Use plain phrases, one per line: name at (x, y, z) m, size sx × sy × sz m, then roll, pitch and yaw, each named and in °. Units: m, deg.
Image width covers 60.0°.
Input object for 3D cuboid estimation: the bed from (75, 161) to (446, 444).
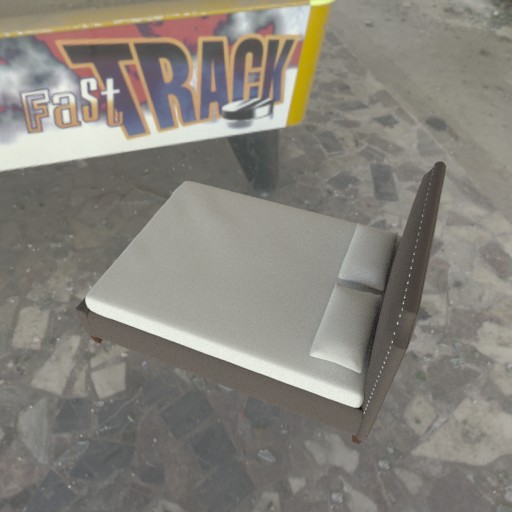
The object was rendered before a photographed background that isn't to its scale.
bed at (0.000, 0.000, 3.478) m, size 2.372 × 1.443 × 1.713 m, roll 16°, pitch 48°, yaw 15°
